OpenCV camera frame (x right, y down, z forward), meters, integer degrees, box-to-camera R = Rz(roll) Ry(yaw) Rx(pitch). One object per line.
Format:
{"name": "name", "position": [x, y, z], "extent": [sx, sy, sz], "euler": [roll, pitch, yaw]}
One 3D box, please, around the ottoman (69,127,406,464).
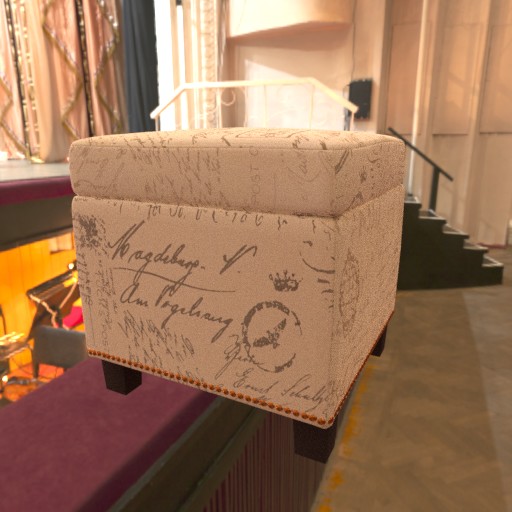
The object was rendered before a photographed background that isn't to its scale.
{"name": "ottoman", "position": [0.000, 0.000, 0.822], "extent": [0.450, 0.457, 0.449], "euler": [8, 17, 26]}
